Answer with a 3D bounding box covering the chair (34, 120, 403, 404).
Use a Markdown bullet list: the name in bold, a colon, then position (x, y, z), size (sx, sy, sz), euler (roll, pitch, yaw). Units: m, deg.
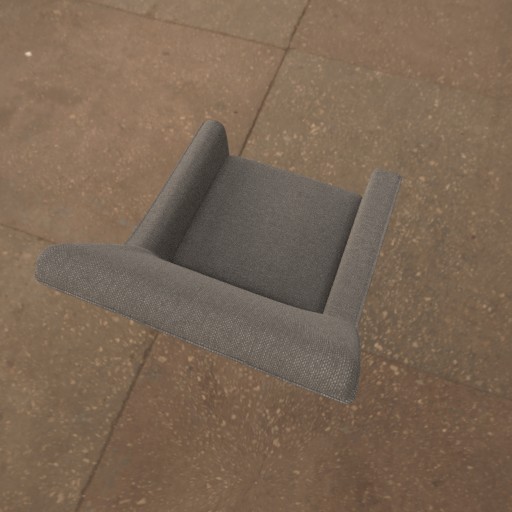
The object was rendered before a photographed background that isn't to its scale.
- **chair**: position (0.000, 0.000, 1.524), size (0.780, 0.919, 0.899), euler (19, 65, 10)
